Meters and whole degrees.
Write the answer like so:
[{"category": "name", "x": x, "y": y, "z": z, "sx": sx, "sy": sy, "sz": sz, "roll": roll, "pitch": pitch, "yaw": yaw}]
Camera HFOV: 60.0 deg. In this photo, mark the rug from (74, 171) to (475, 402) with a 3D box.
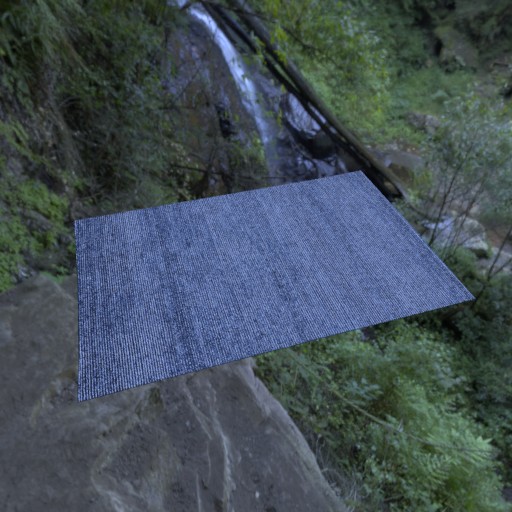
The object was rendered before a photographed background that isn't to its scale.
[{"category": "rug", "x": 0.000, "y": 0.000, "z": 2.213, "sx": 1.740, "sy": 0.010, "sz": 1.135, "roll": -12, "pitch": 44, "yaw": -12}]
